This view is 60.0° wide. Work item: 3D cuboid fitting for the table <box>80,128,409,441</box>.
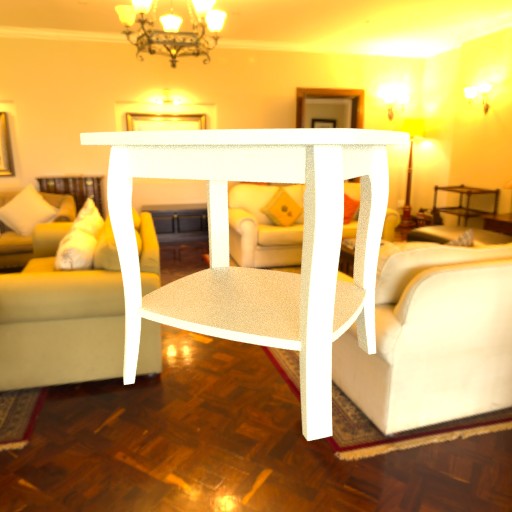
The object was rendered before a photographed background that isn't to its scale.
[{"bbox_3d":[0.000,0.000,0.826,0.502,0.438,0.451,7,15,26],"label":"table"}]
